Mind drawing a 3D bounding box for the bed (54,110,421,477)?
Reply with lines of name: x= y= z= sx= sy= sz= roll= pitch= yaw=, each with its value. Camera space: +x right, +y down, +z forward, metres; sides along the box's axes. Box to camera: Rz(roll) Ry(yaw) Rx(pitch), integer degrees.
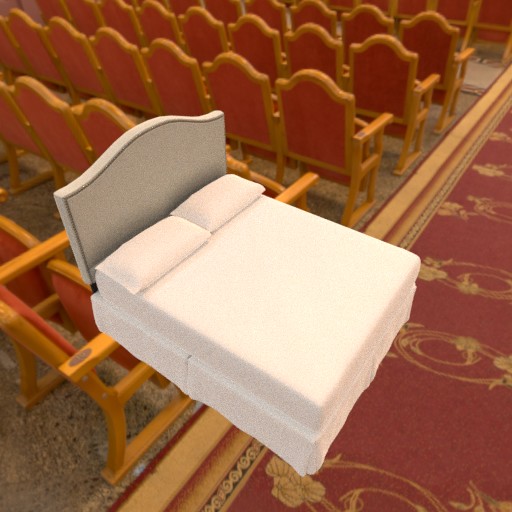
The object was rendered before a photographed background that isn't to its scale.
bed: x=0.000 y=0.000 z=3.410 sx=2.180 sy=1.607 sz=1.813 roll=25 pitch=46 yaw=26
